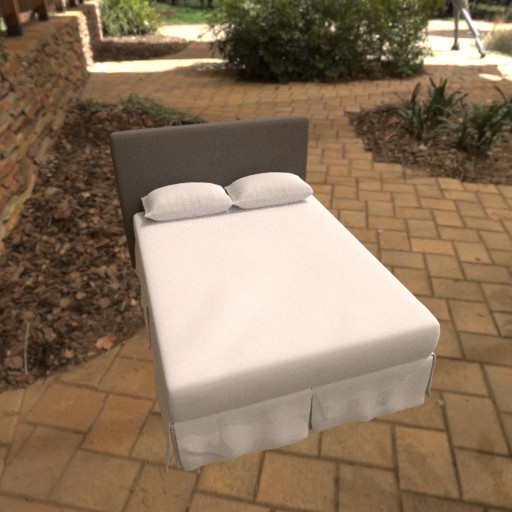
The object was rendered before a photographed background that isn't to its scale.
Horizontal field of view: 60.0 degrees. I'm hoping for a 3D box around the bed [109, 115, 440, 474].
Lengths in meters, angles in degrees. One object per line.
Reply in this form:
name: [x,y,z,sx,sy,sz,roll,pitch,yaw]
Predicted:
bed: [0.000,0.000,3.132,1.723,1.330,2.142,-10,34,-15]
